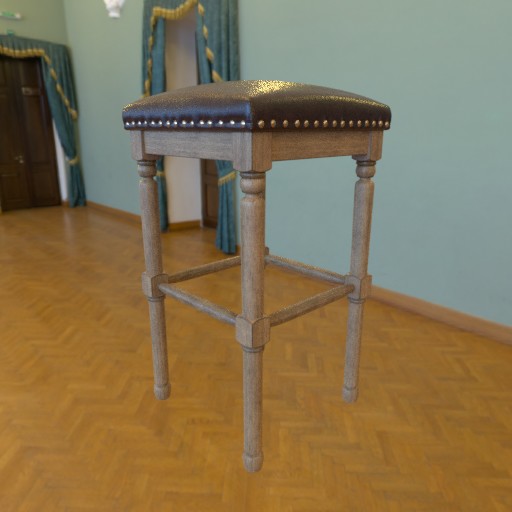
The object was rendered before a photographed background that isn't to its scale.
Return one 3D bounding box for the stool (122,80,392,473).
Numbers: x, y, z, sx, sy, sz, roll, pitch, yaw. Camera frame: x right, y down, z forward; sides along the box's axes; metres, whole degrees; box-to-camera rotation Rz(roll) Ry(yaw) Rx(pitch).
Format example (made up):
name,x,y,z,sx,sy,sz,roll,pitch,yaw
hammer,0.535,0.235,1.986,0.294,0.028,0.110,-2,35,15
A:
name,x,y,z,sx,sy,sz,roll,pitch,yaw
stool,0.000,0.000,0.955,0.383,0.702,0.382,-15,22,-41
